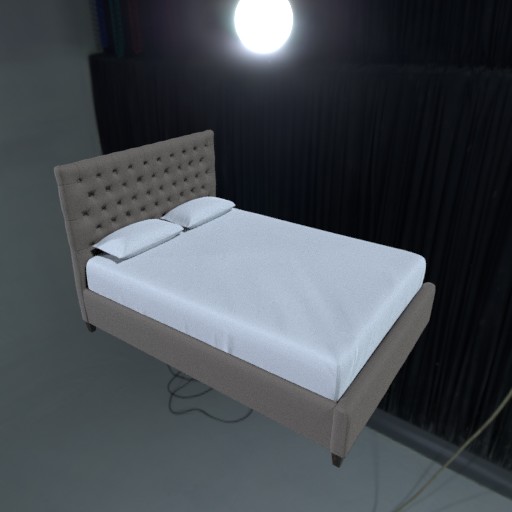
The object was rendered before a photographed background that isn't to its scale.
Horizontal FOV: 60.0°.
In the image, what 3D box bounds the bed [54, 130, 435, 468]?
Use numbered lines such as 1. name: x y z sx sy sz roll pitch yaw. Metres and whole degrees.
1. bed: 0.000 0.000 3.446 2.387 1.427 1.698 17 31 31
